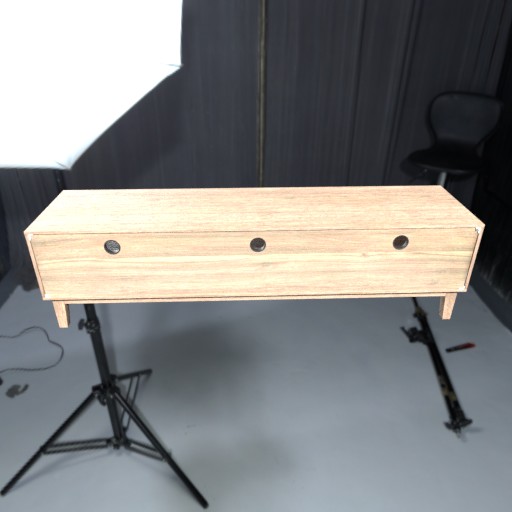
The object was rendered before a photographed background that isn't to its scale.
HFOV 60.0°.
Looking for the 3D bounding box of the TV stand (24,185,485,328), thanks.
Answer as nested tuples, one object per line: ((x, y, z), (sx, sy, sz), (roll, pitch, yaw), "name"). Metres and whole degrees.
((0.000, 0.000, 1.682), (1.482, 0.409, 0.366), (-1, 29, -2), "TV stand")
